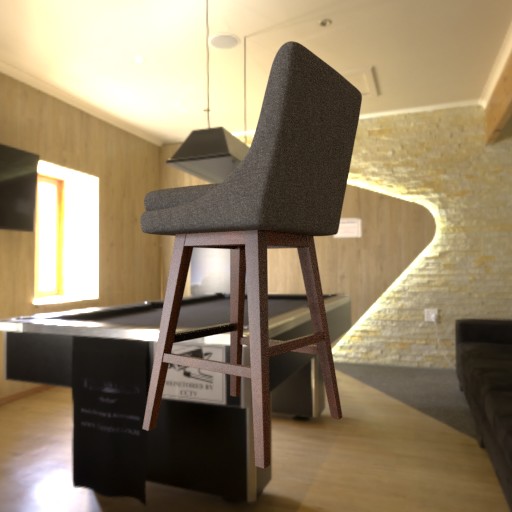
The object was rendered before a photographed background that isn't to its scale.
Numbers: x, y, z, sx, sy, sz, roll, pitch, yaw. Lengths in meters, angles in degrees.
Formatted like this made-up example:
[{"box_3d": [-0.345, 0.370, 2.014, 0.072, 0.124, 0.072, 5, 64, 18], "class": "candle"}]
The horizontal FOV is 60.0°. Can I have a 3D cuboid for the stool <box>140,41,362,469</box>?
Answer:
[{"box_3d": [0.000, 0.000, 1.410, 0.572, 1.068, 0.489, -1, -1, 36], "class": "stool"}]
